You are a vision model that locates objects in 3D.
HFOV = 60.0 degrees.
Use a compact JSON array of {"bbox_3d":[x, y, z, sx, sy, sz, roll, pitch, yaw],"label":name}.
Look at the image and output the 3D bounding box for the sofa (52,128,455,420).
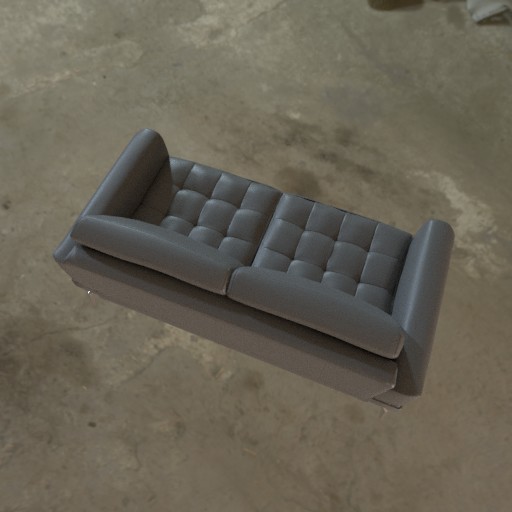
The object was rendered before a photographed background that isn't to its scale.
[{"bbox_3d":[0.000,0.000,2.709,2.177,0.930,1.121,19,65,10],"label":"sofa"}]
